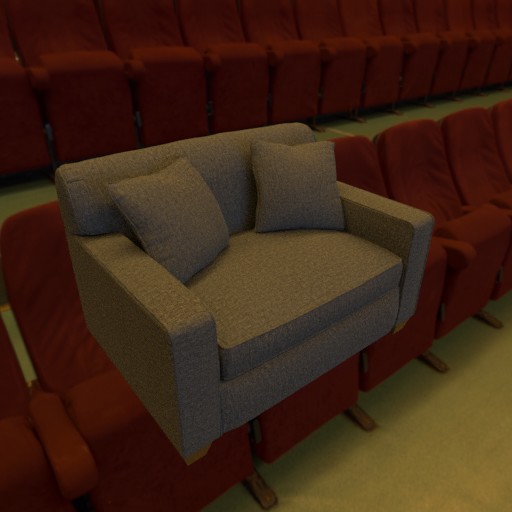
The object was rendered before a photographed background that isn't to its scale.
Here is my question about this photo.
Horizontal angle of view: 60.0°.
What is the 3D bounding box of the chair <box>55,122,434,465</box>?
[{"bbox_3d":[0.000,0.000,2.048,1.383,0.948,1.000,-21,35,-33],"label":"chair"}]
